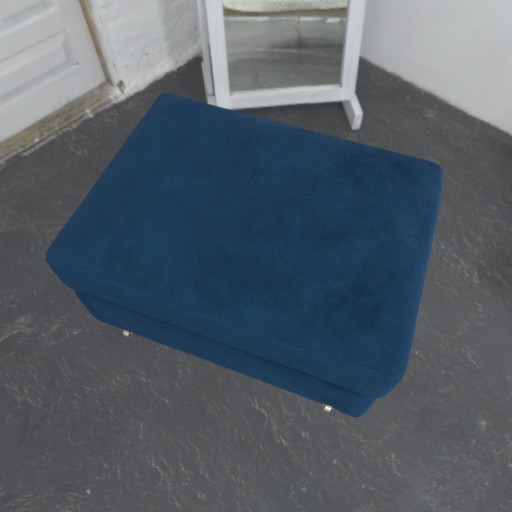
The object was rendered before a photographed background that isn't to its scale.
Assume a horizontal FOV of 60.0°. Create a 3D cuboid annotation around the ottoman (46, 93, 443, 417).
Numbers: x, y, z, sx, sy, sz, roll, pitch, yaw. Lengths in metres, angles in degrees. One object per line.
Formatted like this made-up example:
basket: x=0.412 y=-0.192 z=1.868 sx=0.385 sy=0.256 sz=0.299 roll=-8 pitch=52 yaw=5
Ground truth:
ottoman: x=0.000 y=0.000 z=1.155 sx=0.773 sy=0.503 sz=0.572 roll=18 pitch=61 yaw=10
